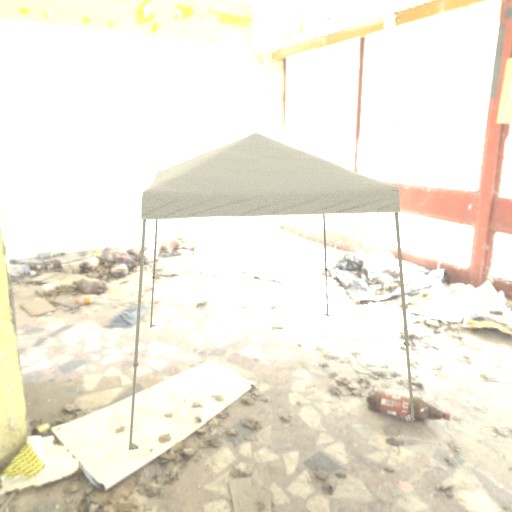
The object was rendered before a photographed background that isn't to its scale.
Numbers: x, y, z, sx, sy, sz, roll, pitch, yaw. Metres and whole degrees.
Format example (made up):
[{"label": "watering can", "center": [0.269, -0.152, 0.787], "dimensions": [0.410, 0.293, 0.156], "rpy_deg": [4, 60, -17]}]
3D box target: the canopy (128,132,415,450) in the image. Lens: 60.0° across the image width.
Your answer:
[{"label": "canopy", "center": [0.000, 0.000, 6.712], "dimensions": [3.600, 3.600, 3.599], "rpy_deg": [-2, 15, -9]}]
